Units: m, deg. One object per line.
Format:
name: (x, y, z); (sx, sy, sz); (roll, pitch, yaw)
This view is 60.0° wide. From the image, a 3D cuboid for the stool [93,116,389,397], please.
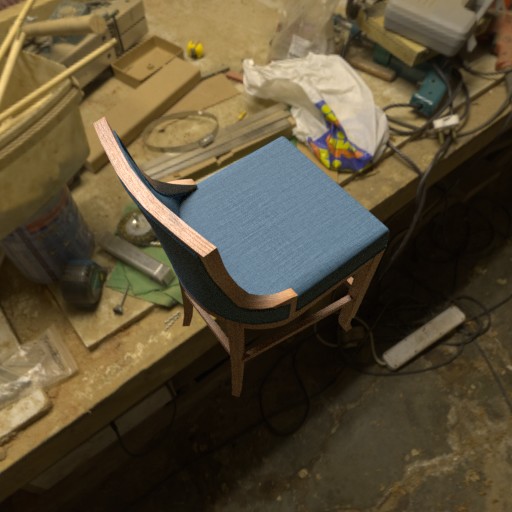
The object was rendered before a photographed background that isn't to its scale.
stool: (0.000, 0.000, 1.432); (0.626, 1.101, 0.524); (-33, 64, -19)
